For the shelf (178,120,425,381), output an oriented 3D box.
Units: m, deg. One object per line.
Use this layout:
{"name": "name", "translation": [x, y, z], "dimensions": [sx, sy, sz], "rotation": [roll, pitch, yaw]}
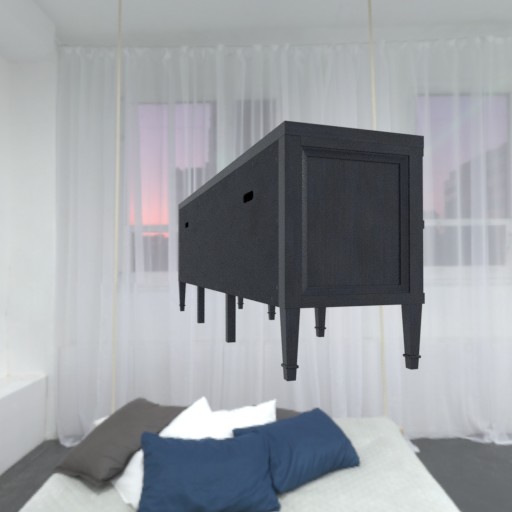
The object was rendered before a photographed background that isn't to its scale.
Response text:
{"name": "shelf", "translation": [0.000, 0.000, 2.174], "dimensions": [0.471, 0.715, 1.878], "rotation": [0, -1, -19]}
